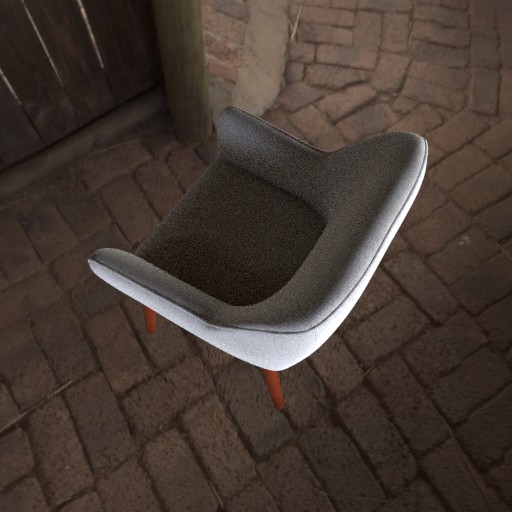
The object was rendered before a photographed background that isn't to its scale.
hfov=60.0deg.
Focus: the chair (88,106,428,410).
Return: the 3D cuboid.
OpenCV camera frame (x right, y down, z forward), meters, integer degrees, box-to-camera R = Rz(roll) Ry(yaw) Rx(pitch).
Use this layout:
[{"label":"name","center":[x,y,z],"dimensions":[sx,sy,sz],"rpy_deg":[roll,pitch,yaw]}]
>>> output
[{"label":"chair","center":[0.000,0.000,1.240],"dimensions":[0.610,0.813,0.610],"rpy_deg":[29,66,15]}]
